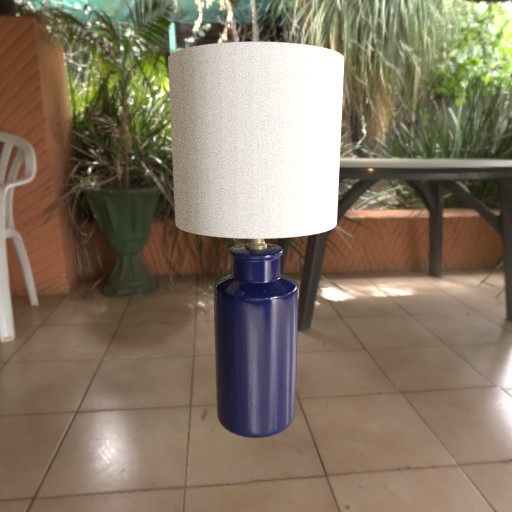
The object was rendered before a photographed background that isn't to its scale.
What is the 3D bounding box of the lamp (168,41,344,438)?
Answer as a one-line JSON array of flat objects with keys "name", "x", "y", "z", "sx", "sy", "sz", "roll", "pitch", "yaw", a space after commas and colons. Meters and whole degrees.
[{"name": "lamp", "x": 0.000, "y": 0.000, "z": 0.603, "sx": 0.212, "sy": 0.493, "sz": 0.212, "roll": -2, "pitch": 14, "yaw": -7}]
